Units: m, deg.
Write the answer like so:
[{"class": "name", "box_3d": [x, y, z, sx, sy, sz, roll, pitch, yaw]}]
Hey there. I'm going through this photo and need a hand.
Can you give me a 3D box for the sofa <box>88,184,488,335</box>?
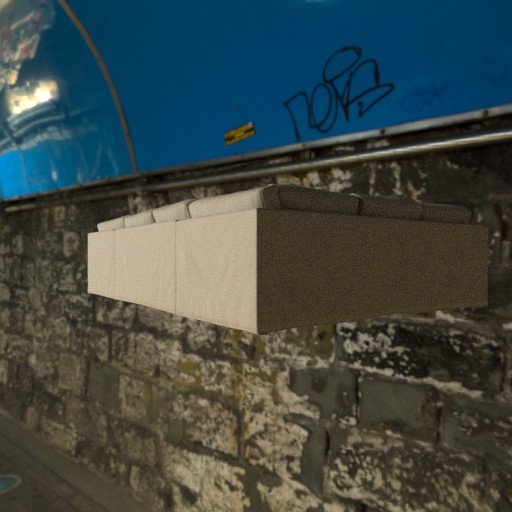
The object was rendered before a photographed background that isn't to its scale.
[{"class": "sofa", "box_3d": [0.000, 0.000, 4.484, 2.427, 0.882, 3.460, 0, 0, -35]}]
